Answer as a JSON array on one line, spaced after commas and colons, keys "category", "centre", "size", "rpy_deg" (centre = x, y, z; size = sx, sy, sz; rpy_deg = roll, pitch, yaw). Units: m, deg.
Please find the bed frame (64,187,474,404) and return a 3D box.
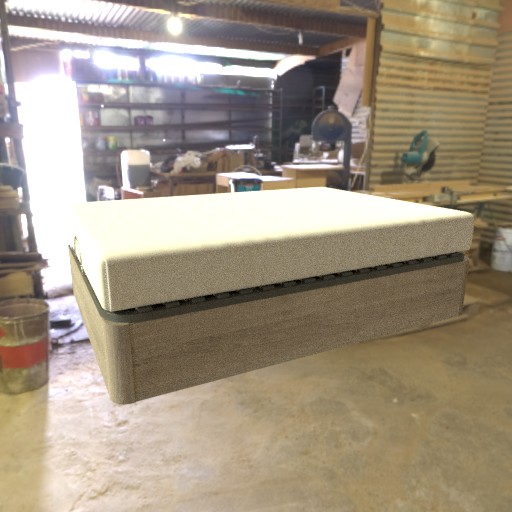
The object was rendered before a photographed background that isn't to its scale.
[{"category": "bed frame", "centre": [0.000, 0.000, 2.543], "size": [1.900, 0.561, 1.400], "rpy_deg": [-8, 17, -26]}]
